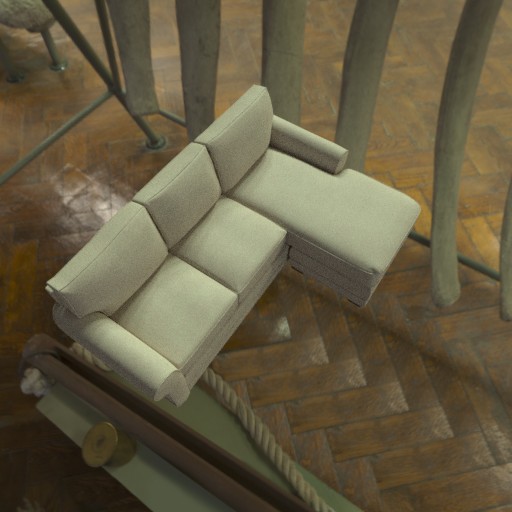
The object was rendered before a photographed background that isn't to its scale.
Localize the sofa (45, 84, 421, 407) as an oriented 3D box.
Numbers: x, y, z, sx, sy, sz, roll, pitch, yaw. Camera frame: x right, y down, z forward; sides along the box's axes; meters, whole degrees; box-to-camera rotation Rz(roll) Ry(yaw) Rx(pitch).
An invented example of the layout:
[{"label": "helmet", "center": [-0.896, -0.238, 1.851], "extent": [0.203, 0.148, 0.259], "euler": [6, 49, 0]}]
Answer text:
[{"label": "sofa", "center": [0.000, 0.000, 2.368], "extent": [1.226, 0.734, 1.770], "euler": [30, 63, 17]}]
